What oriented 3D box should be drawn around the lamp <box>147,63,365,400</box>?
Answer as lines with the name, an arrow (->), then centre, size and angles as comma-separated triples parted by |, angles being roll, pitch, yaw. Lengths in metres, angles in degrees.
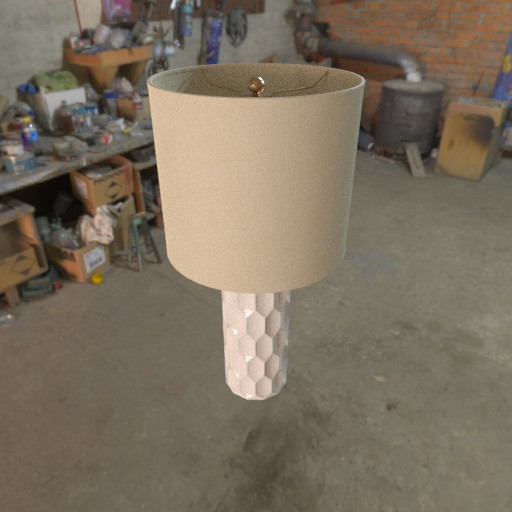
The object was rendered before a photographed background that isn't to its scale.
lamp -> 0.000, 0.000, 0.709 | 0.277, 0.537, 0.277 | 0, 30, 1
